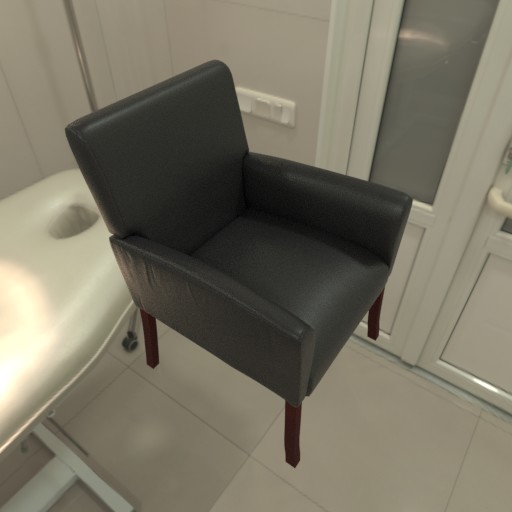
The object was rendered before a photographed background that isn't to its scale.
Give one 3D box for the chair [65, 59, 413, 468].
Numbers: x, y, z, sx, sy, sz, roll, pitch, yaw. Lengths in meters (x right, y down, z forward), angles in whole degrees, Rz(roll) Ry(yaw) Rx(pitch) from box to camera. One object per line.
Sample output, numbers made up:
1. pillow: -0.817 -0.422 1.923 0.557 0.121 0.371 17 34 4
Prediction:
1. chair: 0.000 0.000 1.460 0.772 0.951 0.683 26 48 25
